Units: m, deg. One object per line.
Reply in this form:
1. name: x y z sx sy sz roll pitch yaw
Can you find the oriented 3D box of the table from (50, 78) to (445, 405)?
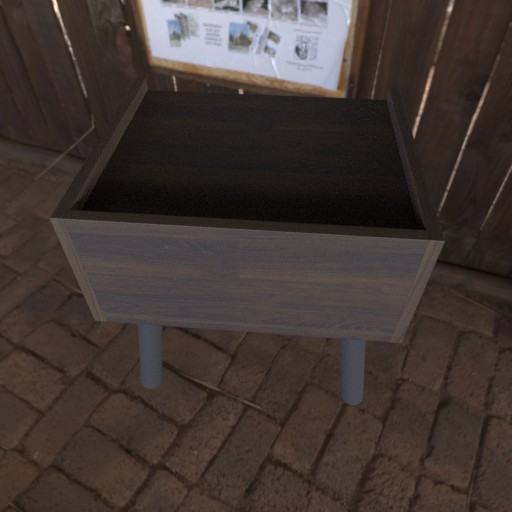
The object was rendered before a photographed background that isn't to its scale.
1. table: 0.000 0.000 0.799 0.450 0.470 0.370 4 46 3
